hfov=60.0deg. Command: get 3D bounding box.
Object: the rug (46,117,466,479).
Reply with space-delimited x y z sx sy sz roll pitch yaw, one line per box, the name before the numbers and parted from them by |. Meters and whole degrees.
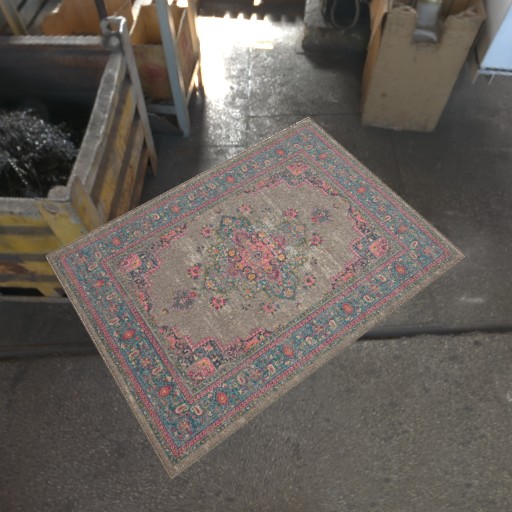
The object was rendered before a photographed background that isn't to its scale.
rug | 0.000 0.000 2.874 2.214 0.013 1.609 -32 64 -18
